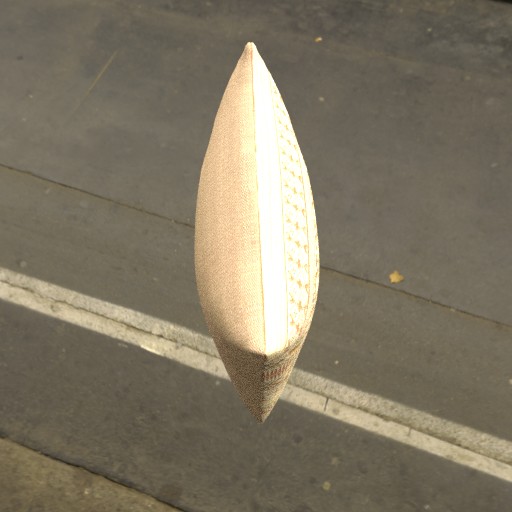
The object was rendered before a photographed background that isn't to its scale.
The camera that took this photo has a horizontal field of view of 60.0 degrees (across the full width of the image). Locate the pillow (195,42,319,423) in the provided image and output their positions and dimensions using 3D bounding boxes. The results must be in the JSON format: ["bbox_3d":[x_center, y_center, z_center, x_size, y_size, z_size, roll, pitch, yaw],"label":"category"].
[{"bbox_3d":[0.000,0.000,0.820,0.215,0.519,0.521,-2,62,-1],"label":"pillow"}]
